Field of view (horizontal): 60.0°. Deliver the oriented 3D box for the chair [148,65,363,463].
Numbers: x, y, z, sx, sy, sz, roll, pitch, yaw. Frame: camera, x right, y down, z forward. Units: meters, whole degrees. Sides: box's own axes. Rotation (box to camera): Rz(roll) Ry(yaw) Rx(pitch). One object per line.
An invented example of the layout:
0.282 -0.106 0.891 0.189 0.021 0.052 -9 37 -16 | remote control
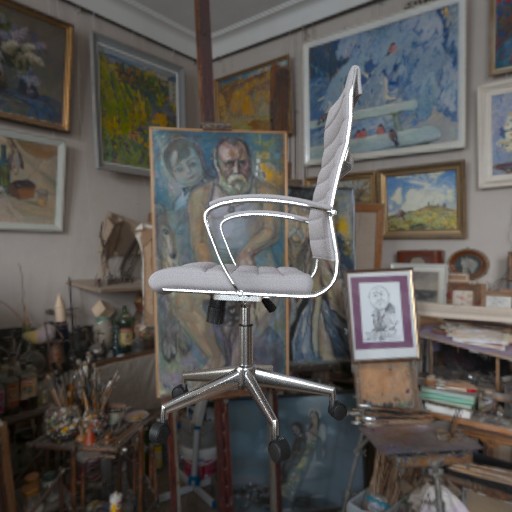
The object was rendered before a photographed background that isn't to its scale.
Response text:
0.000 0.000 1.549 0.667 1.149 0.679 0 1 0 | chair
